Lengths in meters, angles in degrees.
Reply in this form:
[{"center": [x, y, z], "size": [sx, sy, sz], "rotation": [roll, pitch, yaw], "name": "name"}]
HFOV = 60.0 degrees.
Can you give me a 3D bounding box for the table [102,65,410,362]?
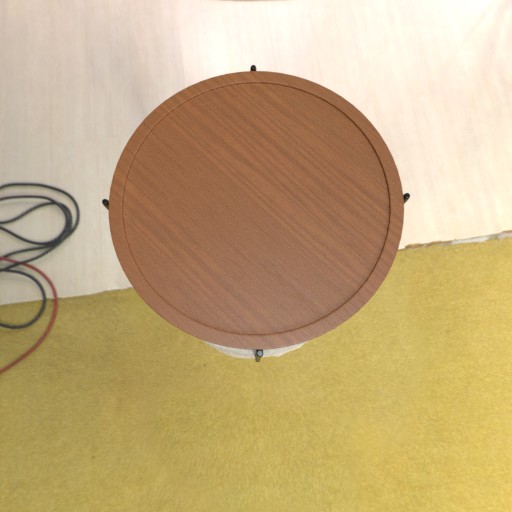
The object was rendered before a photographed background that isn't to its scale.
[{"center": [0.000, 0.000, 0.880], "size": [0.393, 0.623, 0.393], "rotation": [43, 80, 10], "name": "table"}]
